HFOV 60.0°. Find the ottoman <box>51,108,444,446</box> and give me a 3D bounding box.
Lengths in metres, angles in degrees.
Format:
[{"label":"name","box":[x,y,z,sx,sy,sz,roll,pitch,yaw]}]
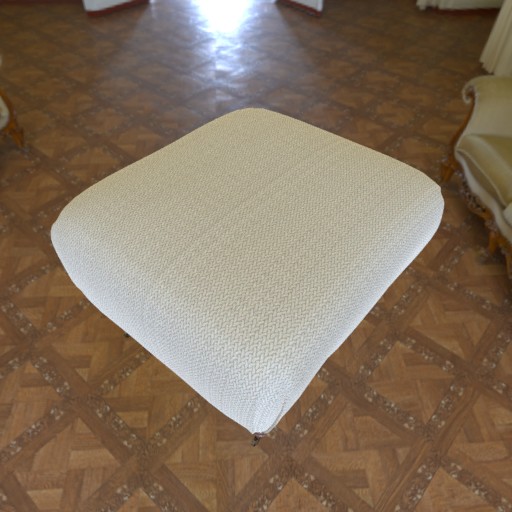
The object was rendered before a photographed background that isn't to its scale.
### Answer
[{"label":"ottoman","box":[0.000,0.000,1.053,0.622,0.447,0.684,31,53,27]}]
